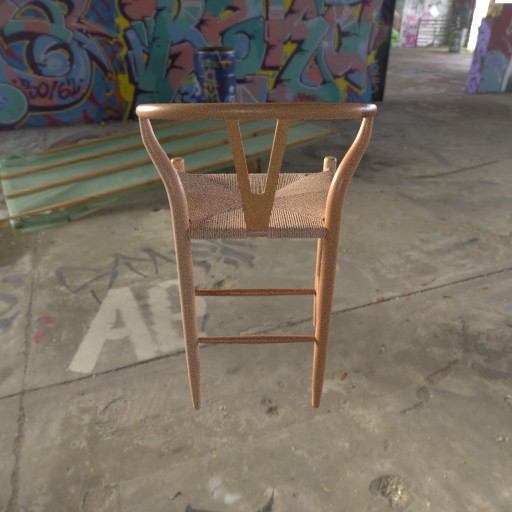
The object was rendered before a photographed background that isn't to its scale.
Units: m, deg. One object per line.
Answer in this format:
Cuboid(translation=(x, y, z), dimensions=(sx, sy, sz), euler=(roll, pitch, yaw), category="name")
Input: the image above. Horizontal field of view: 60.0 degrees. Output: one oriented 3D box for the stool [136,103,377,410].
Cuboid(translation=(0.000, 0.000, 1.251), dimensions=(0.536, 0.923, 0.575), euler=(-1, 29, -1), category="stool")
